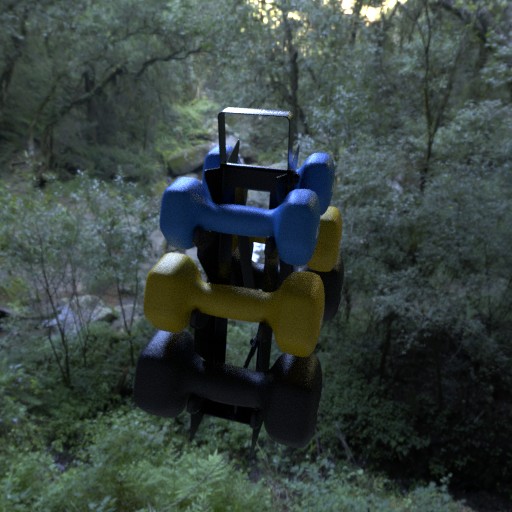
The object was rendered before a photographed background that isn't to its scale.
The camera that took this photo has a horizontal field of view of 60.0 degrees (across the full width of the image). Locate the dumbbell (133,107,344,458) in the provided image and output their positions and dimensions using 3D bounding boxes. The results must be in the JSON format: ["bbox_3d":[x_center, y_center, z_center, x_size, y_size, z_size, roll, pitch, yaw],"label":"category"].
[{"bbox_3d":[0.000,0.000,0.669,0.255,0.426,0.409,8,32,13],"label":"dumbbell"}]
